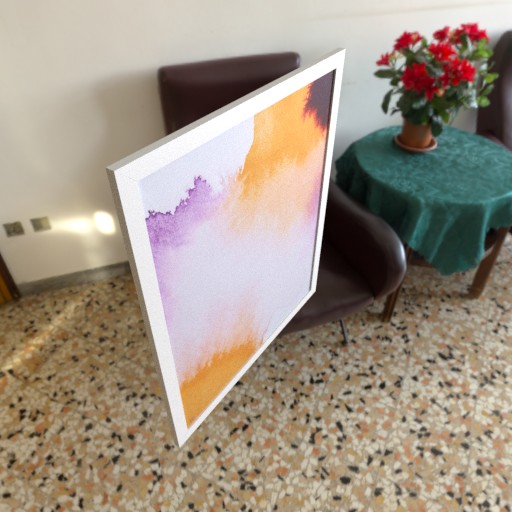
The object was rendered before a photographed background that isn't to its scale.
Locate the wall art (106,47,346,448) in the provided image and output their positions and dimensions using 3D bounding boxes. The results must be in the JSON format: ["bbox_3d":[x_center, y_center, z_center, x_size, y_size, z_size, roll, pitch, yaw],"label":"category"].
[{"bbox_3d":[0.000,0.000,0.755,0.012,0.557,0.482,25,47,26],"label":"wall art"}]
